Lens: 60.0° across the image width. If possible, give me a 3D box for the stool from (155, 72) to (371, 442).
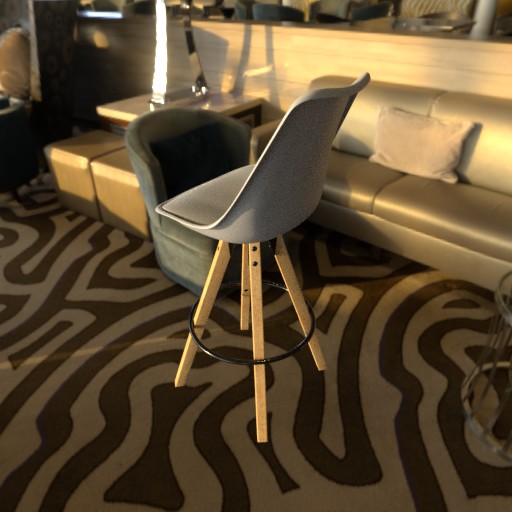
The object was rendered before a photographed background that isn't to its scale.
[{"bbox_3d":[0.000,0.000,1.413,0.550,1.115,0.485,22,38,31],"label":"stool"}]
